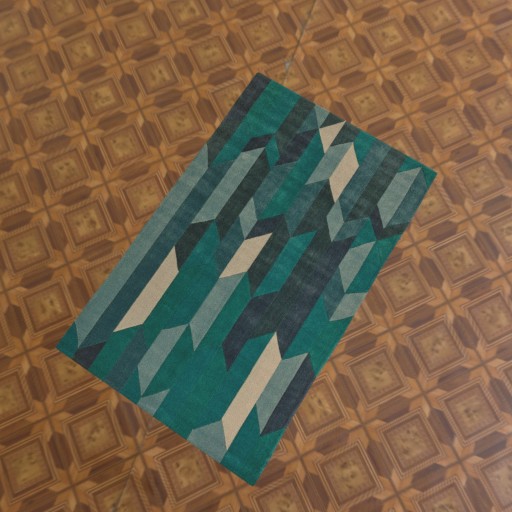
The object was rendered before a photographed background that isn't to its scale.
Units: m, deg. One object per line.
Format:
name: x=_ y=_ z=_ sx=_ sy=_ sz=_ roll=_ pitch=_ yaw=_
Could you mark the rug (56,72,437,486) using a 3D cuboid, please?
rug: x=0.000 y=0.000 z=2.999 sx=1.528 sy=0.005 sz=2.420 roll=32 pitch=78 yaw=7
